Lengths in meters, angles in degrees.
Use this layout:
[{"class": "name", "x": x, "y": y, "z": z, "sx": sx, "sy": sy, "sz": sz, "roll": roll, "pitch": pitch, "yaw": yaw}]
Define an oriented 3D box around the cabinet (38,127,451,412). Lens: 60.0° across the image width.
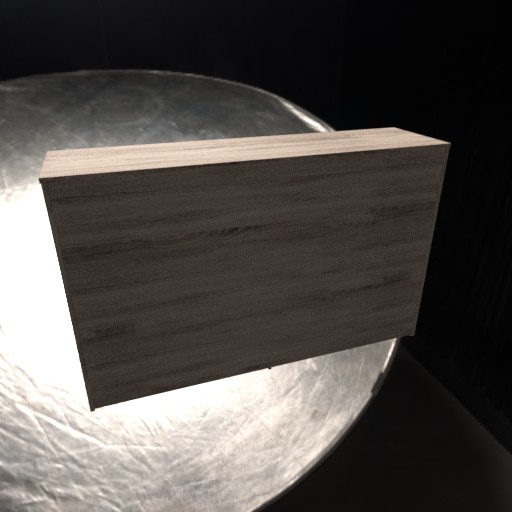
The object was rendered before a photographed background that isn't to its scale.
[{"class": "cabinet", "x": 0.000, "y": 0.000, "z": 1.839, "sx": 1.450, "sy": 0.900, "sz": 0.380, "roll": -9, "pitch": 27, "yaw": -17}]
